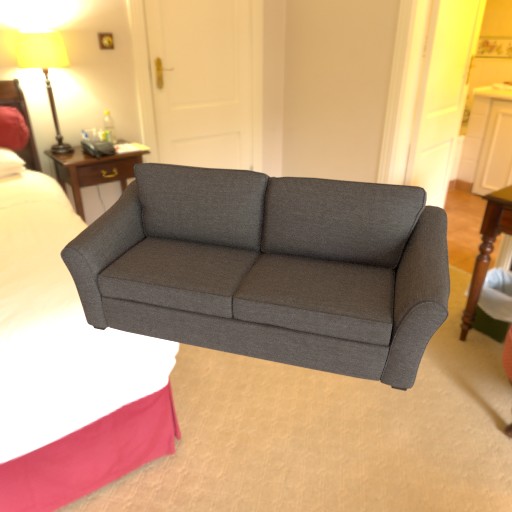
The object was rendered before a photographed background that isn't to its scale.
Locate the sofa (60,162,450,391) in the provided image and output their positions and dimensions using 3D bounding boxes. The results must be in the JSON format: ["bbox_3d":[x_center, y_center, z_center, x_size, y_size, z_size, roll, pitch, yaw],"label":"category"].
[{"bbox_3d":[0.000,0.000,2.842,2.270,0.950,0.971,8,28,15],"label":"sofa"}]
